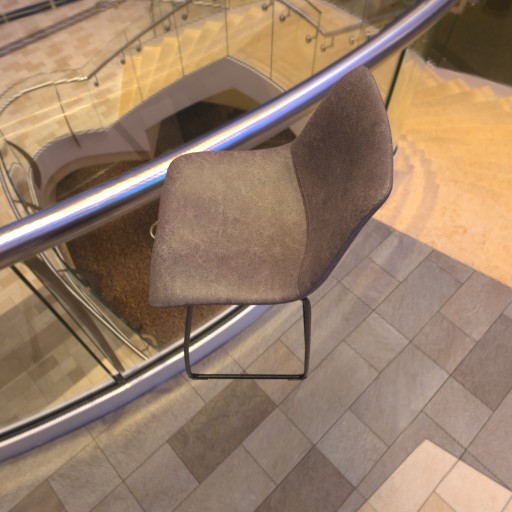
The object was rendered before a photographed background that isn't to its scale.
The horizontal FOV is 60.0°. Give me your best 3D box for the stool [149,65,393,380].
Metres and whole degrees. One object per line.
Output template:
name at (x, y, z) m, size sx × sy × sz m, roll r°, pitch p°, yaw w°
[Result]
stool at (0.000, 0.000, 1.373) m, size 0.561 × 1.082 × 0.514 m, roll 0°, pitch 58°, yaw 0°
